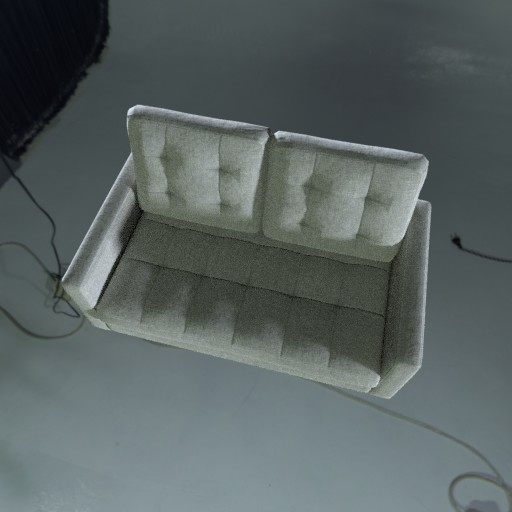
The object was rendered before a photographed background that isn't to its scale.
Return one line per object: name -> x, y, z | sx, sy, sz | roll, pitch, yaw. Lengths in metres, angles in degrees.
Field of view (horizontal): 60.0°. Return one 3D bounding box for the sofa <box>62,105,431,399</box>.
sofa -> 0.000, 0.000, 1.944 | 1.407, 0.907, 0.842 | 12, 59, 7
